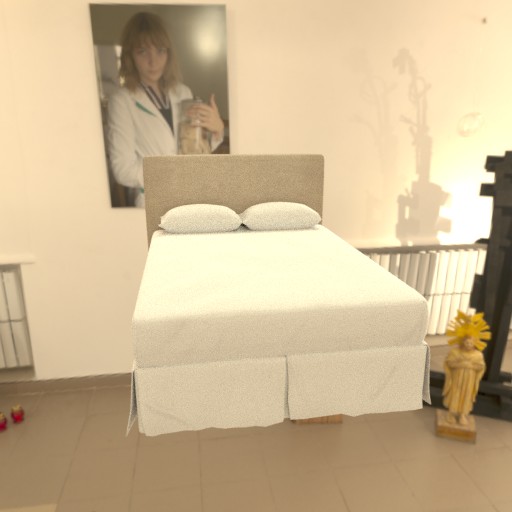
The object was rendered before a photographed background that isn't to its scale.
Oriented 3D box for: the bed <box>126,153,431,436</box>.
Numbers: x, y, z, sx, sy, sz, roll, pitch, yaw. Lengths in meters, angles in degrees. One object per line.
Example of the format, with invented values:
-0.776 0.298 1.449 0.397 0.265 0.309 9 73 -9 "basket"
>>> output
0.000 0.000 3.230 1.713 1.330 2.162 -3 17 -9 "bed"
